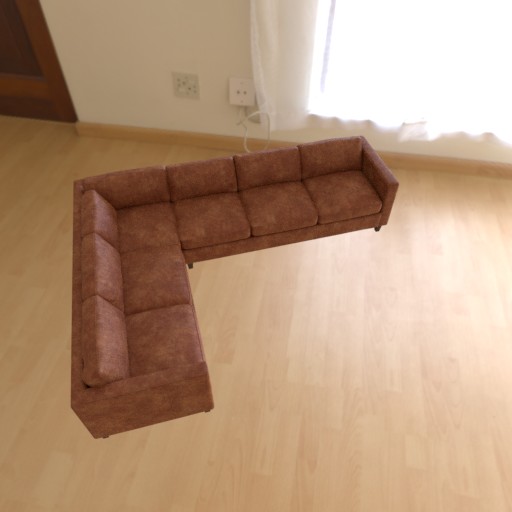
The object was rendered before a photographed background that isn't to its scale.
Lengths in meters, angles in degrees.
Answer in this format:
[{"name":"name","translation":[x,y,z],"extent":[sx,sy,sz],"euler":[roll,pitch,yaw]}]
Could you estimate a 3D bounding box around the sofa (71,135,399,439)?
[{"name":"sofa","translation":[0.000,0.000,4.141],"extent":[3.150,0.838,2.438],"euler":[-11,49,-10]}]
